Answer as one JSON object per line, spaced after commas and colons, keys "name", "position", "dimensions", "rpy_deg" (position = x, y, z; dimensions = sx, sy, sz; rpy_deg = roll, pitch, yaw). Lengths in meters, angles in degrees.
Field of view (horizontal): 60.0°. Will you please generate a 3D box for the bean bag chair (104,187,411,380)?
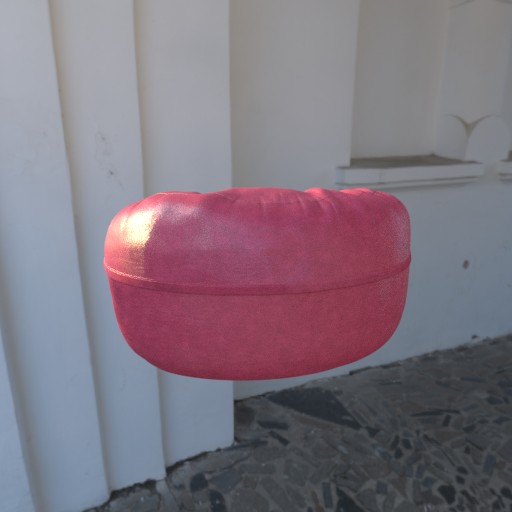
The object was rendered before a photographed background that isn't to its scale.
{"name": "bean bag chair", "position": [0.000, 0.000, 2.438], "dimensions": [1.524, 0.878, 1.524], "rpy_deg": [-3, 16, -9]}
